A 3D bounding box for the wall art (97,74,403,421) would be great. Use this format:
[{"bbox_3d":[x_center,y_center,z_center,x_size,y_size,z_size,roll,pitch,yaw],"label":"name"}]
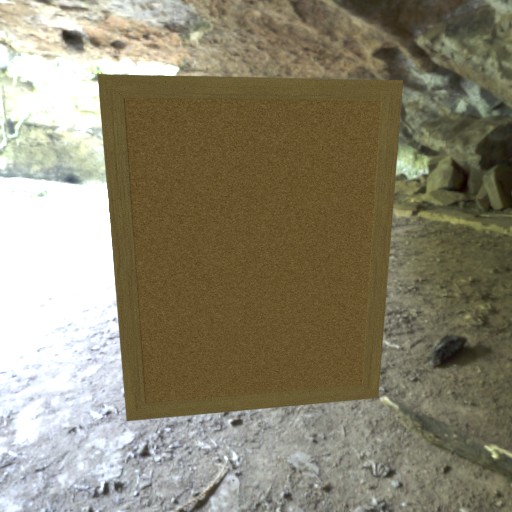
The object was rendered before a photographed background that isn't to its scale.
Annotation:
[{"bbox_3d":[0.000,0.000,0.509,0.312,0.380,0.030,-2,15,-9],"label":"wall art"}]
